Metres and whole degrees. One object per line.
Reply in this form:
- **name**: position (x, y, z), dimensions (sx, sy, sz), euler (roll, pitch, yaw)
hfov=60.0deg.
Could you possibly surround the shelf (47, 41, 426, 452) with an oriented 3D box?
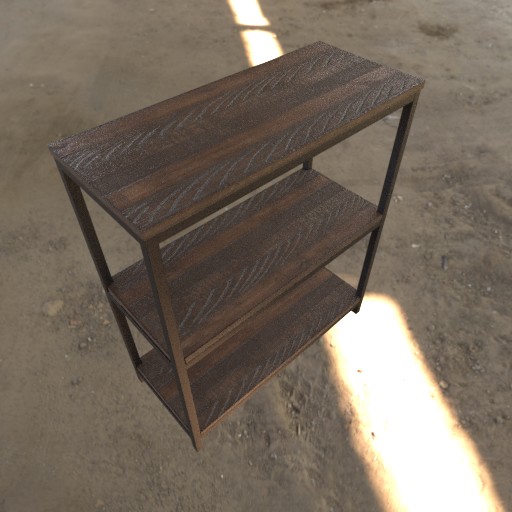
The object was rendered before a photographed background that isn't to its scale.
- **shelf**: position (0.000, 0.000, 1.339), dimensions (0.822, 0.947, 0.352), euler (-33, 54, -28)
